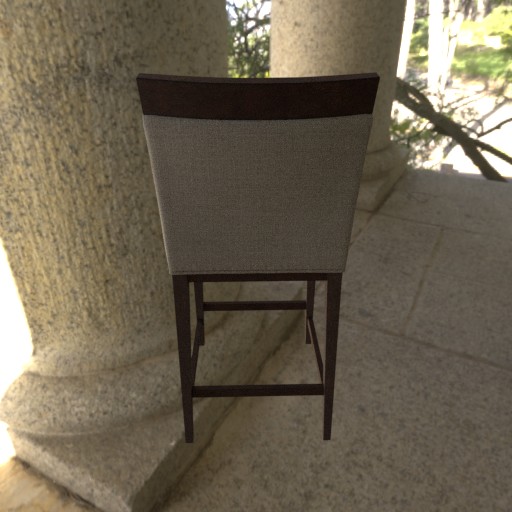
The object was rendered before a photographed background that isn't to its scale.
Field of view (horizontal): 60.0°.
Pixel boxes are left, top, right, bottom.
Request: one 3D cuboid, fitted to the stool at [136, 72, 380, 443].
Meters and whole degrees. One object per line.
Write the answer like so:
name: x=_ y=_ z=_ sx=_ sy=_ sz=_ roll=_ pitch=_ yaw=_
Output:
stool: x=0.000 y=0.000 z=1.391 sx=0.511 sy=1.117 sz=0.531 roll=-1 pitch=29 yaw=-1
